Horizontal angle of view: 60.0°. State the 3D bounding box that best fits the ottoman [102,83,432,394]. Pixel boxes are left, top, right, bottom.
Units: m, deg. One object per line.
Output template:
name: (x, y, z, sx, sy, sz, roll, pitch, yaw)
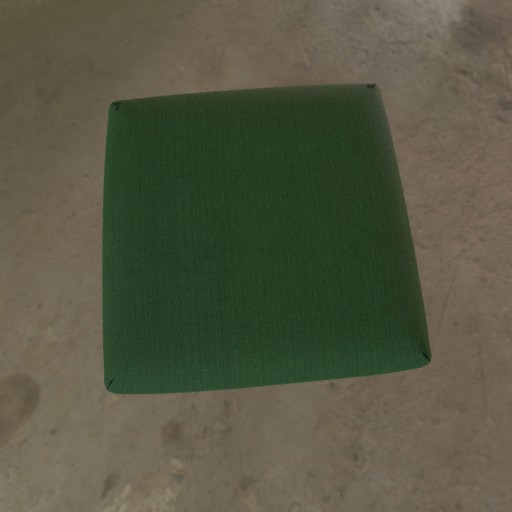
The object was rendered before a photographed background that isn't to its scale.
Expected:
ottoman: (0.000, 0.000, 0.896, 0.497, 0.475, 0.507, -4, 74, -1)
